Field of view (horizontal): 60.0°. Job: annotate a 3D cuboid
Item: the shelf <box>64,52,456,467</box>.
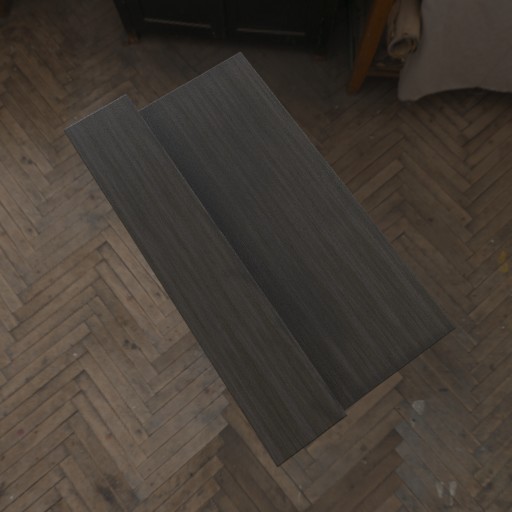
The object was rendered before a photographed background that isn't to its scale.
[{"bbox_3d":[0.000,0.000,1.755,0.685,0.865,1.212,-33,78,-8],"label":"shelf"}]
